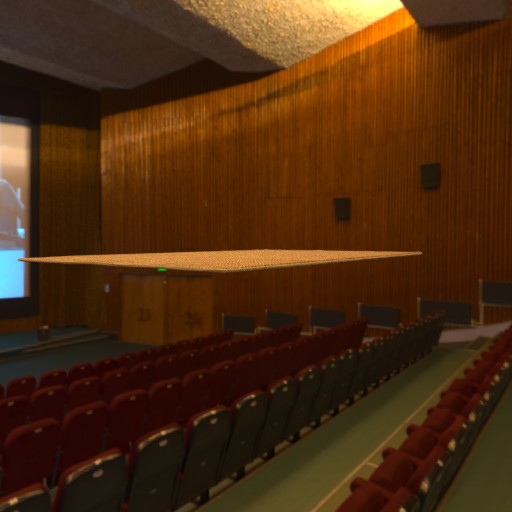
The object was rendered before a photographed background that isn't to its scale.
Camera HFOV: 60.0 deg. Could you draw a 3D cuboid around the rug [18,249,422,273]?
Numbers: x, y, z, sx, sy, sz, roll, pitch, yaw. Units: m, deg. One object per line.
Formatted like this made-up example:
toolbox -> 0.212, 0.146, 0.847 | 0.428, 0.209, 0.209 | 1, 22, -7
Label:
rug -> 0.000, 0.000, 3.003 | 1.521, 0.034, 2.438 | 2, 3, 36
